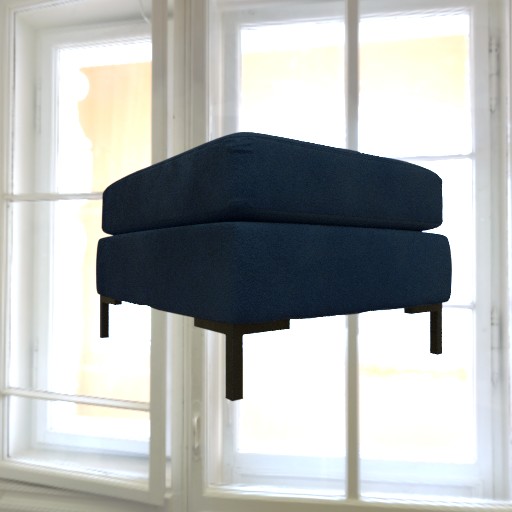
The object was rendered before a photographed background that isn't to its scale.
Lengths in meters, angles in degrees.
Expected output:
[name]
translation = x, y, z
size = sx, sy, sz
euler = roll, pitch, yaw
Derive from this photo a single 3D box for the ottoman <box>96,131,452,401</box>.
[ottoman]
translation = 0.000, 0.000, 1.207
size = 0.655, 0.485, 0.794
euler = 0, 0, -36
